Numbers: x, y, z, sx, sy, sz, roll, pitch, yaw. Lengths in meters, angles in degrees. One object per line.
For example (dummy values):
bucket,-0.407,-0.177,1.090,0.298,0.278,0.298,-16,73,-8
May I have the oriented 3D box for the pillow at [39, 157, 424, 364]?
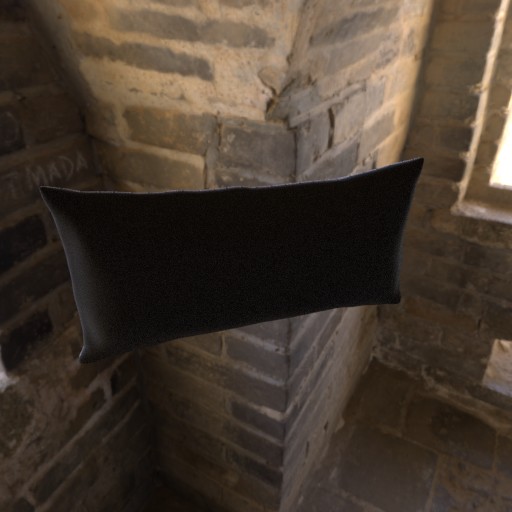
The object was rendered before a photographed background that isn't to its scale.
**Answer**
pillow,0.000,0.000,0.743,0.609,0.305,0.151,-9,29,-16
